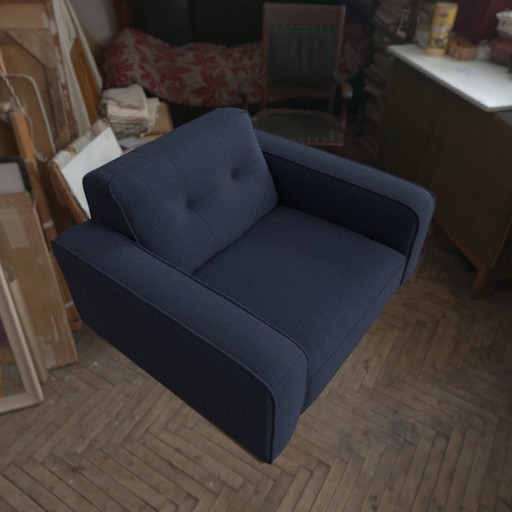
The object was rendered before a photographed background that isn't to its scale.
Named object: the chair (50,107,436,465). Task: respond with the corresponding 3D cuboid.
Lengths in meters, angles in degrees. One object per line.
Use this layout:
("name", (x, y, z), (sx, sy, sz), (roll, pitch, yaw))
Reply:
("chair", (0.000, 0.000, 1.708), (0.953, 0.783, 1.118), (27, 48, 27))
